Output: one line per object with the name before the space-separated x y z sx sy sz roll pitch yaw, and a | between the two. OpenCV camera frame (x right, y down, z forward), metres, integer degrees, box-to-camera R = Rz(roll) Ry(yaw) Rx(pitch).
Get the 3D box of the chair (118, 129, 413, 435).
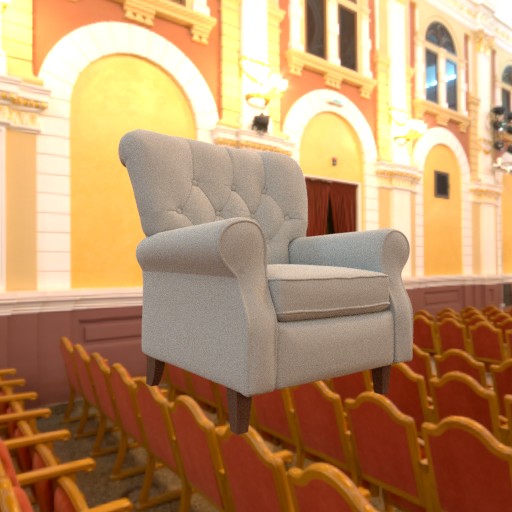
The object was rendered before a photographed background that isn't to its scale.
chair | 0.000 0.000 2.080 1.090 1.217 1.128 1 -1 -36
